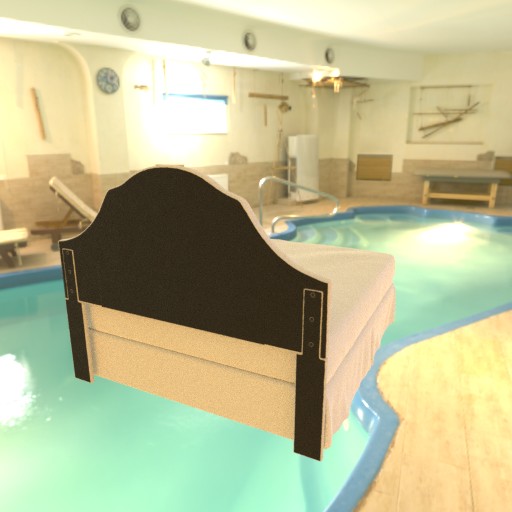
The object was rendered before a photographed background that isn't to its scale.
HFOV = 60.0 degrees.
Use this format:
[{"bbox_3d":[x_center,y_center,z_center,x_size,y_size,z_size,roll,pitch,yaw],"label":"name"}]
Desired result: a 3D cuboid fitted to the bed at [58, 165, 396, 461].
[{"bbox_3d":[0.000,0.000,3.659,2.008,1.615,2.214,8,18,26],"label":"bed"}]
